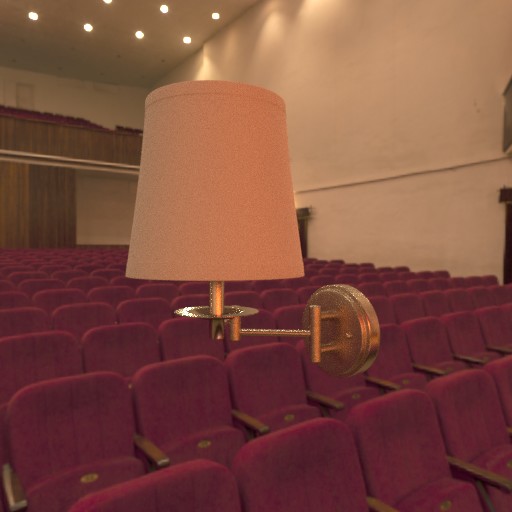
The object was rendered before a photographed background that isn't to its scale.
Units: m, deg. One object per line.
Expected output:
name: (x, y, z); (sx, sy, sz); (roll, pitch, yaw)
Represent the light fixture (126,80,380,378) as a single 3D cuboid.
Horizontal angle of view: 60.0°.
light fixture: (0.000, 0.000, 0.603); (0.348, 0.381, 0.223); (0, 1, -36)
